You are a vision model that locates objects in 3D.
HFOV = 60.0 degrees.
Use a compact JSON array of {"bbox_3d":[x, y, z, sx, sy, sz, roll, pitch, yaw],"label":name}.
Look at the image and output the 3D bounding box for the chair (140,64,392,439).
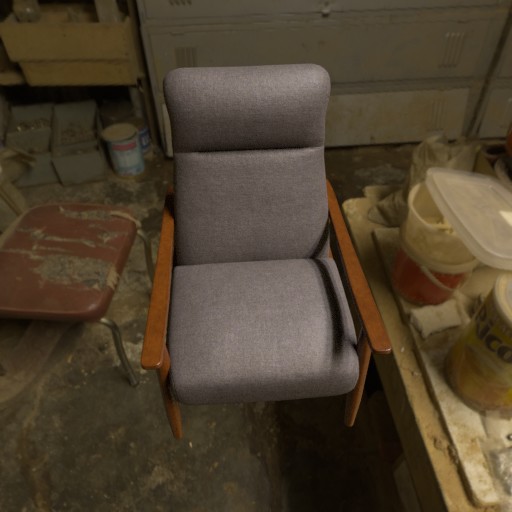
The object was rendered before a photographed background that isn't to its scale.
[{"bbox_3d":[0.000,0.000,1.734,0.762,1.081,1.014,-3,47,-3],"label":"chair"}]
